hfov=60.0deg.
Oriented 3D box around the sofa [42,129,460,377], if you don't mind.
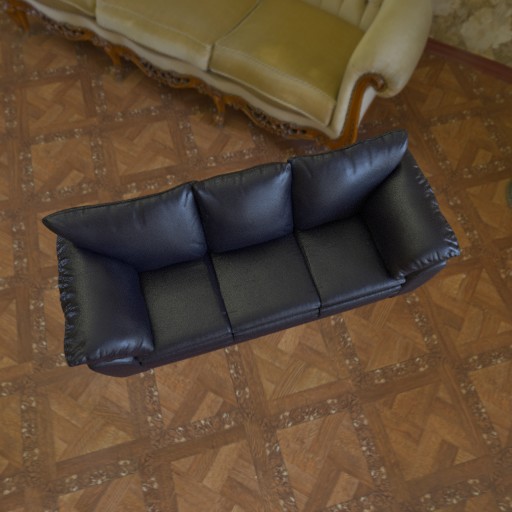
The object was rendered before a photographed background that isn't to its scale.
[{"bbox_3d":[0.000,0.000,2.831,2.336,1.073,0.880,-15,65,-8],"label":"sofa"}]
